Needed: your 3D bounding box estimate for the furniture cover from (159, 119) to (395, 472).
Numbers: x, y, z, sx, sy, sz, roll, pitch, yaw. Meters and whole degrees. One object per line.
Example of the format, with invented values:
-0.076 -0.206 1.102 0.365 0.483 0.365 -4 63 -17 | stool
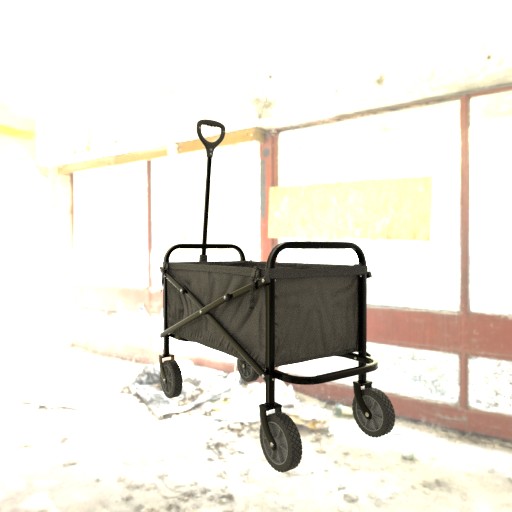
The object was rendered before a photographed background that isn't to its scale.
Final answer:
0.000 0.000 1.833 0.532 1.295 1.038 -1 1 -35 | furniture cover
